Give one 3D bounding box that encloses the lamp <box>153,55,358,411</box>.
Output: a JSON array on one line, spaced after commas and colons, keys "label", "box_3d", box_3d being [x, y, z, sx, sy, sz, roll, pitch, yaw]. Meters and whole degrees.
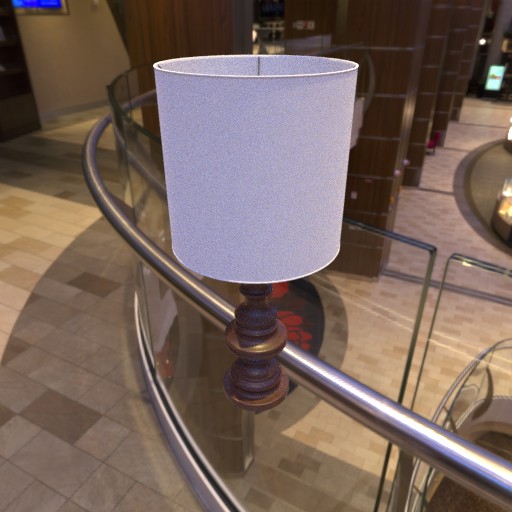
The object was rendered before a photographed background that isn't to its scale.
[{"label": "lamp", "box_3d": [0.000, 0.000, 0.569, 0.208, 0.455, 0.208, -9, 30, -16]}]
